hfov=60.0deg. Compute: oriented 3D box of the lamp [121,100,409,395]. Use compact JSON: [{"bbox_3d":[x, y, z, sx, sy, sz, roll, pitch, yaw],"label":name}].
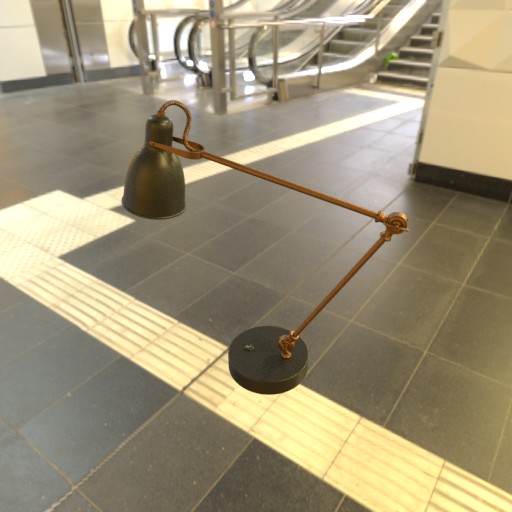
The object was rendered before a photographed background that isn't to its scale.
[{"bbox_3d":[0.000,0.000,0.903,0.561,0.587,0.187,9,32,14],"label":"lamp"}]
